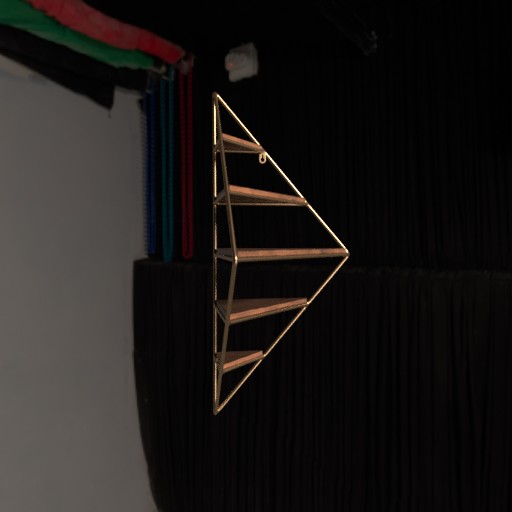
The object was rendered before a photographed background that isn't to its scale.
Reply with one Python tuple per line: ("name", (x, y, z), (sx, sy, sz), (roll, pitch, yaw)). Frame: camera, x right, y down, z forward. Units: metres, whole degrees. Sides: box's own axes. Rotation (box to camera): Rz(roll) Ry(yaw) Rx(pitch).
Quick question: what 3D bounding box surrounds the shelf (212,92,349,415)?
("shelf", (0.000, 0.000, 1.175), (0.294, 0.913, 0.564), (1, 2, 35))
